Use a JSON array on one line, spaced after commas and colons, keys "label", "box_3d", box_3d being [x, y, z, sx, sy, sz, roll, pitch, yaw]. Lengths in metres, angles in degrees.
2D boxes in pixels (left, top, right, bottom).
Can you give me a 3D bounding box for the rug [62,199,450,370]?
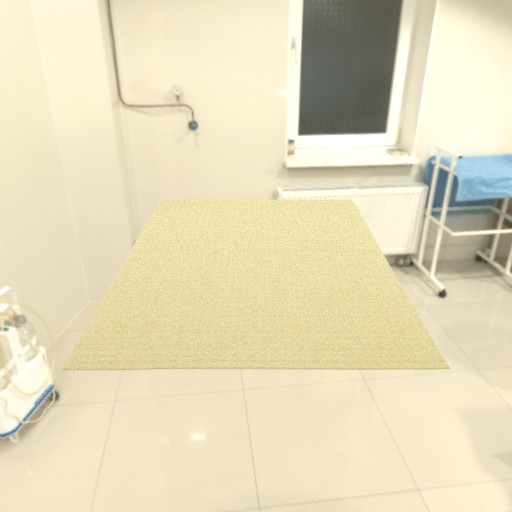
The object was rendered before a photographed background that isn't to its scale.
[{"label": "rug", "box_3d": [0.000, 0.000, 4.212, 2.452, 0.016, 3.204, 0, 26, 0]}]
